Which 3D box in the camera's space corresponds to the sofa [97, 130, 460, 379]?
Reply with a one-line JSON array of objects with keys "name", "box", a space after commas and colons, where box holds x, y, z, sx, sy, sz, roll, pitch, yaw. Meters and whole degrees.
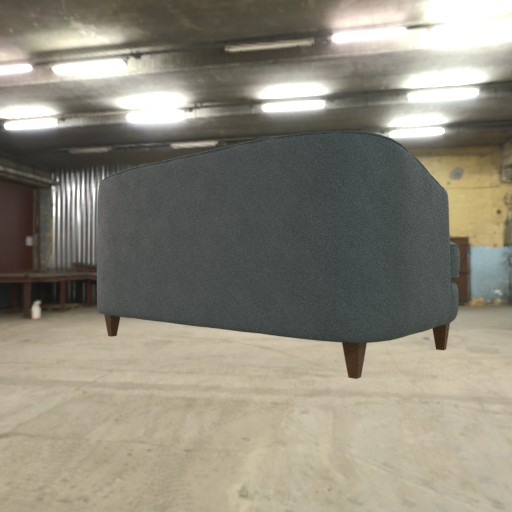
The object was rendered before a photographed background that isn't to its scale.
[{"name": "sofa", "box": [0.000, 0.000, 2.231, 1.733, 0.855, 0.941, -1, -2, 38]}]
